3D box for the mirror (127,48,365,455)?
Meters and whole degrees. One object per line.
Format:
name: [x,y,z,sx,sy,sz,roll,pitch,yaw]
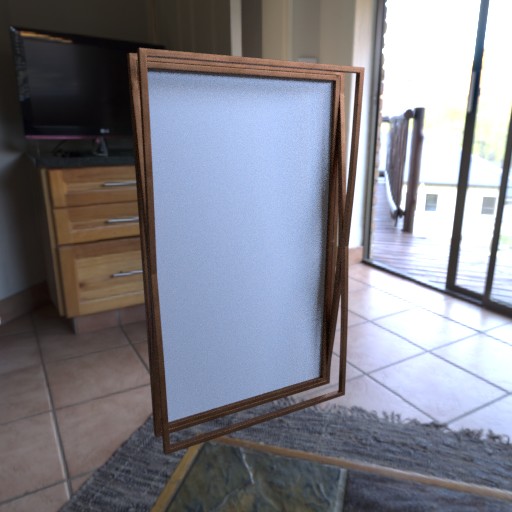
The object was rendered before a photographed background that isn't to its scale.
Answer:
mirror: [0.000,0.000,0.944,0.468,0.768,0.082,-8,17,-27]
